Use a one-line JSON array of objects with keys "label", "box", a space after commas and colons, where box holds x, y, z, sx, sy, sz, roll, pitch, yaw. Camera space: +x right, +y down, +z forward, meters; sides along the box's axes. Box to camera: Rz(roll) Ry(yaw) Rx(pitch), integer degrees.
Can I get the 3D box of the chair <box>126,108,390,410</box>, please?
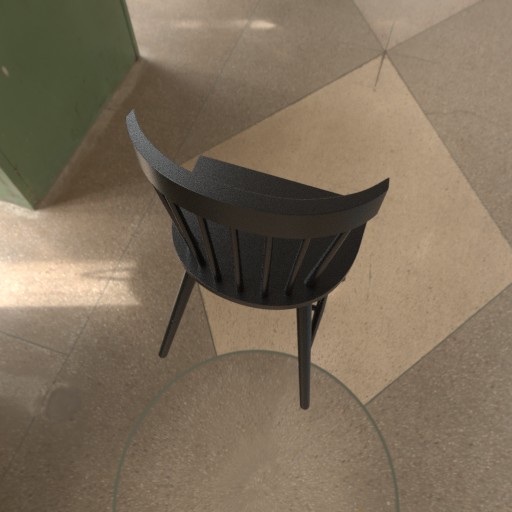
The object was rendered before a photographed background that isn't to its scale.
[{"label": "chair", "box": [0.000, 0.000, 1.120, 0.506, 0.844, 0.483, 17, 64, 9]}]
